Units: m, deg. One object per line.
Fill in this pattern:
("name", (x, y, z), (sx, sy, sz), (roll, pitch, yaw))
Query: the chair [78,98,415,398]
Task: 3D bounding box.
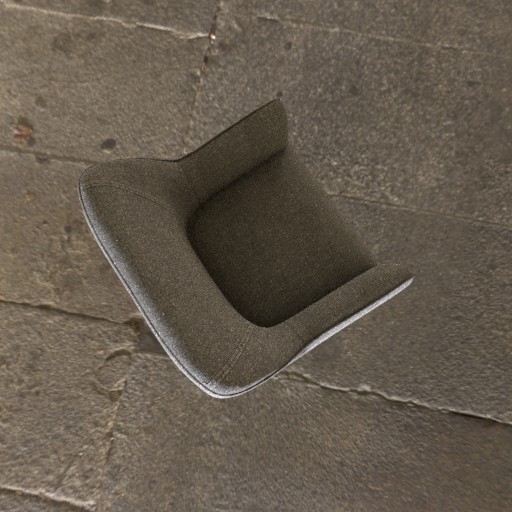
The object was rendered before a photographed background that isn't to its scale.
("chair", (0.000, 0.000, 1.139), (0.519, 0.803, 0.543), (-34, 80, -7))
